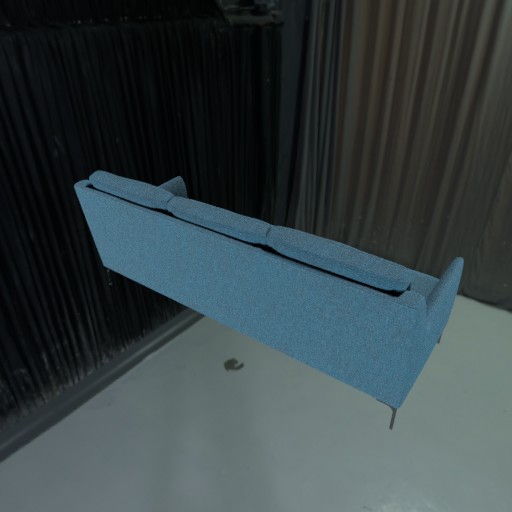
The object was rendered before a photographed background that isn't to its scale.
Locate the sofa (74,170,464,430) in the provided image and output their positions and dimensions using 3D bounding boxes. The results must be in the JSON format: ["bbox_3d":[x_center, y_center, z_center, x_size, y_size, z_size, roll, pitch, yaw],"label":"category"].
[{"bbox_3d":[0.000,0.000,2.541,2.060,0.837,0.849,20,36,30],"label":"sofa"}]
